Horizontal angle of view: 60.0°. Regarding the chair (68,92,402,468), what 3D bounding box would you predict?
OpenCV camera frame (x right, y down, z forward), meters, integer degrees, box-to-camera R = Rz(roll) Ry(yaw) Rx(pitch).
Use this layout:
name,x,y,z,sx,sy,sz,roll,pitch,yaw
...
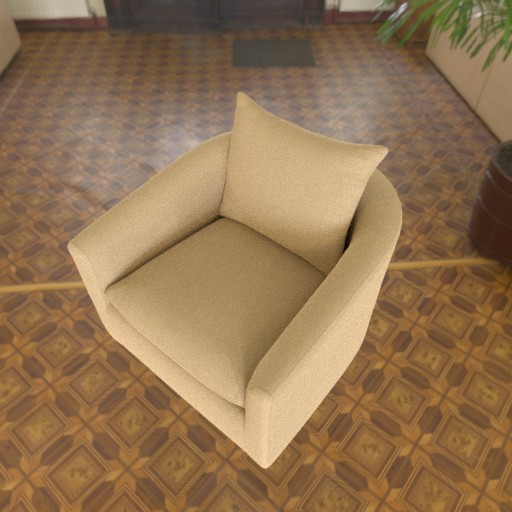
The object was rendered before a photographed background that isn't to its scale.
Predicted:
name,x,y,z,sx,sy,sz,roll,pitch,yaw
chair,0.000,0.000,1.568,0.845,0.848,0.910,31,54,26
